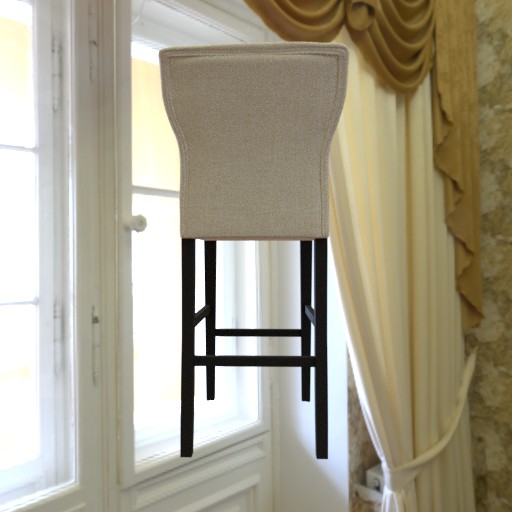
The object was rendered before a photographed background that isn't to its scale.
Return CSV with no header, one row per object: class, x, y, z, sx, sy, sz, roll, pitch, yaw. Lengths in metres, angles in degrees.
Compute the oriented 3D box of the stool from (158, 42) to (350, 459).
stool,0.000,0.000,1.447,0.516,1.124,0.603,0,0,2
